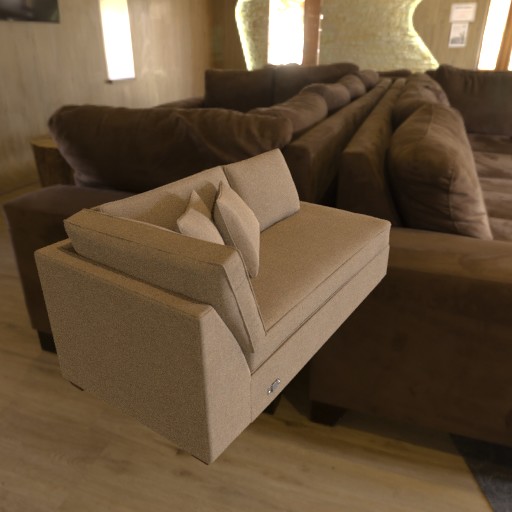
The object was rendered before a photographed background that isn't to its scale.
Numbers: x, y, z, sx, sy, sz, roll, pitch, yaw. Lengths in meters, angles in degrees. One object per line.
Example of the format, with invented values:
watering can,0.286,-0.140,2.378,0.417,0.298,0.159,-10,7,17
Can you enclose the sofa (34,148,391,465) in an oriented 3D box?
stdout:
sofa,0.000,0.000,2.817,1.110,1.019,2.238,16,29,31
